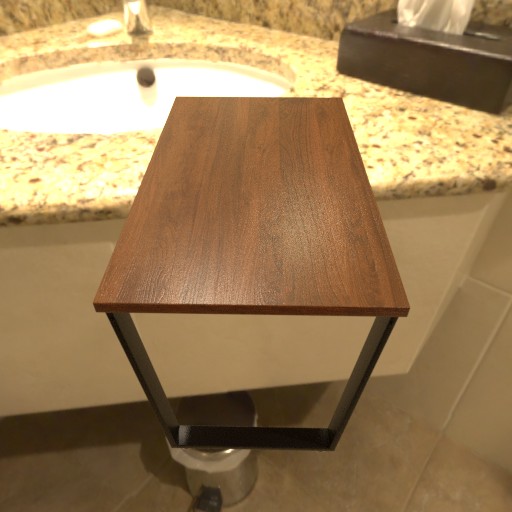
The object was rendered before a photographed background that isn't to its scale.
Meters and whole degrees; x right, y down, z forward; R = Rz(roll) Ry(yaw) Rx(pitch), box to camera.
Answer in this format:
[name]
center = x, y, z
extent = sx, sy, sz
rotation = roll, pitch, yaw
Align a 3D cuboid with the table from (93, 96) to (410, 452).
[table]
center = 0.000, 0.000, 1.696
extent = 0.714, 0.760, 1.205
rotation = 1, 41, 1
